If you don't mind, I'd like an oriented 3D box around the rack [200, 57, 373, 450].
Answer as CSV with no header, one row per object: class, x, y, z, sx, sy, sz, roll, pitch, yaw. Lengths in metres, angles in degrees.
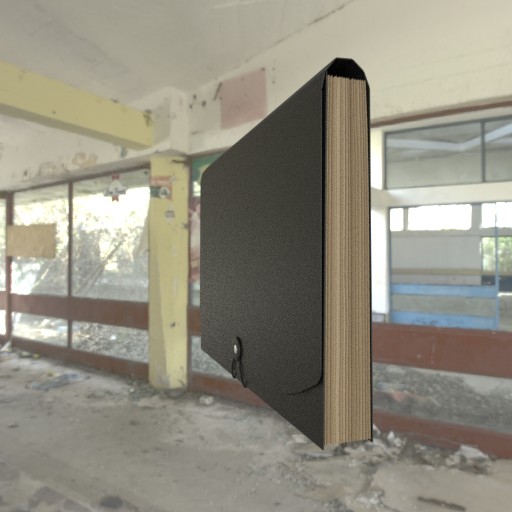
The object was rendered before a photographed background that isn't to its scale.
rack,0.000,0.000,0.428,0.041,0.241,0.330,0,-1,-20
